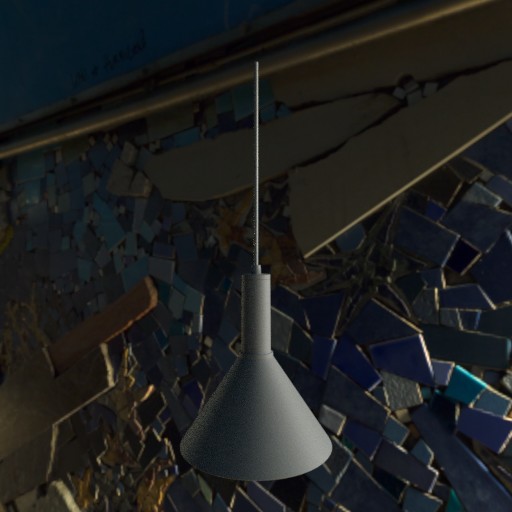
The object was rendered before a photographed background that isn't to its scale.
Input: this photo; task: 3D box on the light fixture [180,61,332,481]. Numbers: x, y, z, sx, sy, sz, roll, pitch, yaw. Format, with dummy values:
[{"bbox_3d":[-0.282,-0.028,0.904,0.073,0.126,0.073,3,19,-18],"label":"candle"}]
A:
[{"bbox_3d":[0.000,0.000,0.785,0.267,0.683,0.267,0,1,-36],"label":"light fixture"}]
